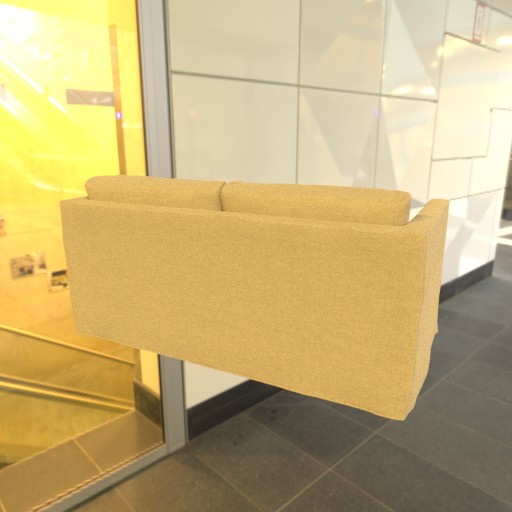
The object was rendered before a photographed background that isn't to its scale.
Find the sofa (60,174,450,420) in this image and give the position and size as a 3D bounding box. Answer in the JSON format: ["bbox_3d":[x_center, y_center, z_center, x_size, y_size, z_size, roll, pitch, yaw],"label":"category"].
[{"bbox_3d":[0.000,0.000,2.291,1.766,0.828,0.956,8,17,26],"label":"sofa"}]
